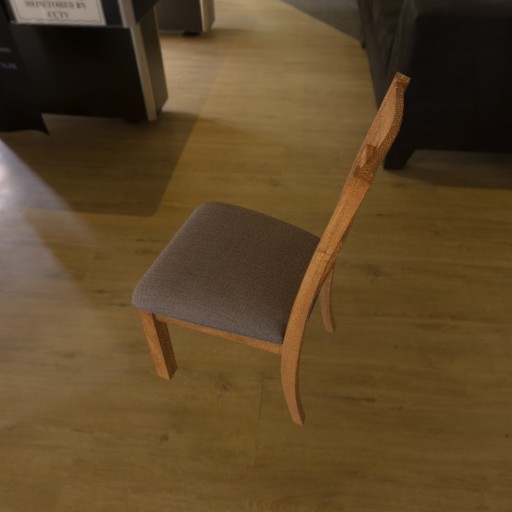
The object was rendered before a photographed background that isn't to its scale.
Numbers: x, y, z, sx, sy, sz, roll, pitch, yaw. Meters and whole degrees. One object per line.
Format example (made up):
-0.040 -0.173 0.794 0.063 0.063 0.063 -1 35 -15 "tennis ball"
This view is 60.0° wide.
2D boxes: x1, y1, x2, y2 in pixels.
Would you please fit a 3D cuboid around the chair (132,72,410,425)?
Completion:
0.000 0.000 1.233 0.581 0.949 0.470 16 48 15 "chair"
